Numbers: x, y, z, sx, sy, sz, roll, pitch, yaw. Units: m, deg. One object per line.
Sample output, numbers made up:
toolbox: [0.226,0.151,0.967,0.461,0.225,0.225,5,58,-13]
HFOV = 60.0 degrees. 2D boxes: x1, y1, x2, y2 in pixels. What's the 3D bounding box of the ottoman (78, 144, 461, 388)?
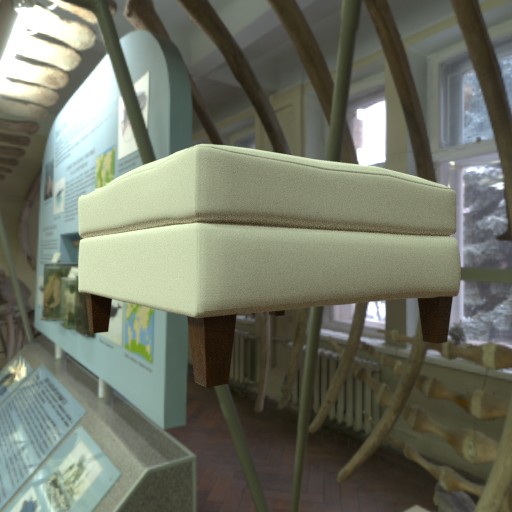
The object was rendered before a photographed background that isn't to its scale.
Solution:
ottoman: [0.000,0.000,1.322,0.838,0.479,0.838,0,-1,-35]
